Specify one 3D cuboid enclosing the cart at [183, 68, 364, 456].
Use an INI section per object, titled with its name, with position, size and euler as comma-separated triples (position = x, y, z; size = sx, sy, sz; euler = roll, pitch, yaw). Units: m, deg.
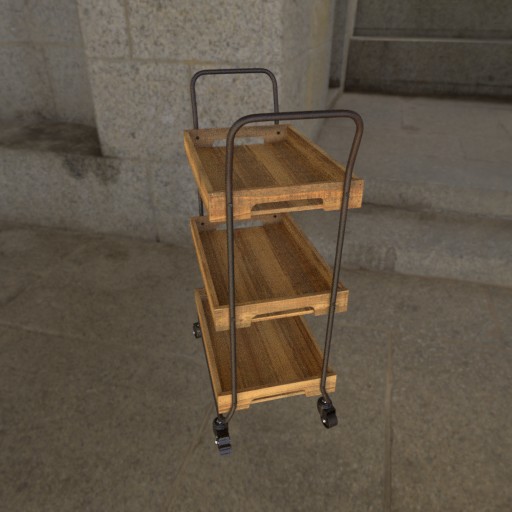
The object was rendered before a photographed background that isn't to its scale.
[cart]
position = 0.000, 0.000, 1.177
size = 0.339, 0.857, 0.583
euler = -7, 30, -12
